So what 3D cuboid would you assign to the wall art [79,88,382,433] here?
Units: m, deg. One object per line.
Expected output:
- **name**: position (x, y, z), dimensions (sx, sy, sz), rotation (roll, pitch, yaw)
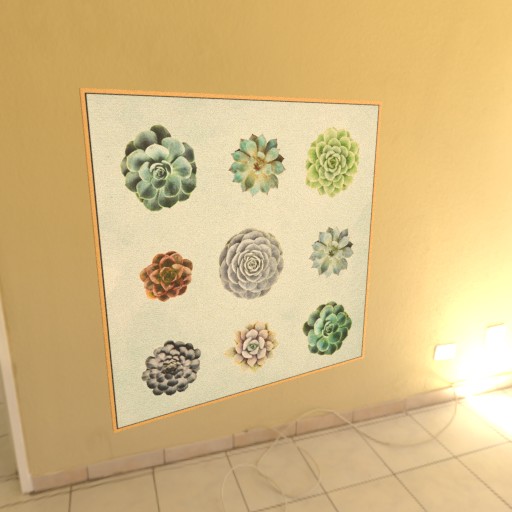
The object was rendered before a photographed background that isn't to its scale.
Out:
- **wall art**: position (0.000, 0.000, 1.409), dimensions (0.962, 0.959, 0.013), rotation (-8, 17, -27)
